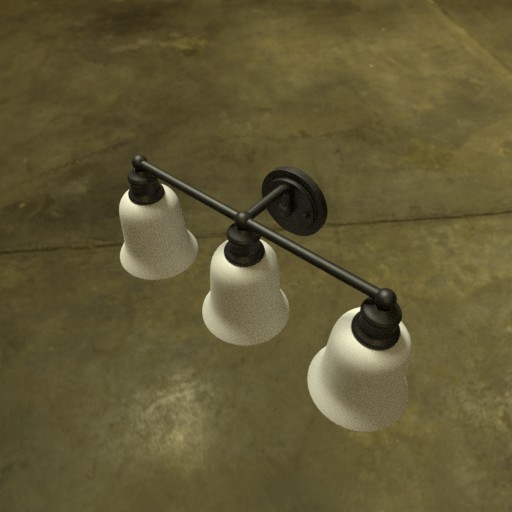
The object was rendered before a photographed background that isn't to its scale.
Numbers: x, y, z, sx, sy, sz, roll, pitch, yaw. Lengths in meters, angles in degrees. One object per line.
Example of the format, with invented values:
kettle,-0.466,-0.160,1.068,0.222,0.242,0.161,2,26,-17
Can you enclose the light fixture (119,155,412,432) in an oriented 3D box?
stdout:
light fixture,0.000,0.000,0.678,0.570,0.211,0.198,31,53,26
